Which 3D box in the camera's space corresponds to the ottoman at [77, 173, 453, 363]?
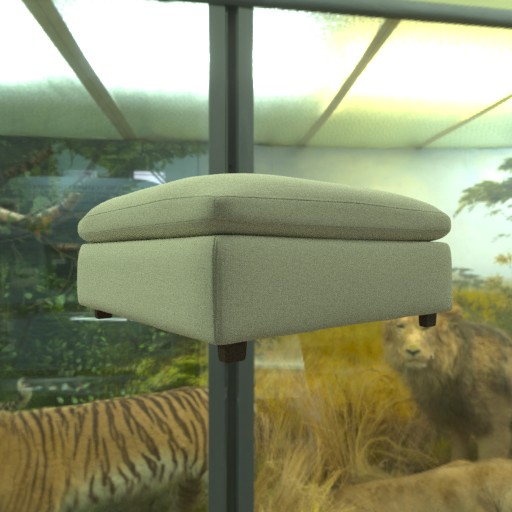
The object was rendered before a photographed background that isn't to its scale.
[{"bbox_3d":[0.000,0.000,1.564,0.996,0.467,0.977,0,0,-38],"label":"ottoman"}]
